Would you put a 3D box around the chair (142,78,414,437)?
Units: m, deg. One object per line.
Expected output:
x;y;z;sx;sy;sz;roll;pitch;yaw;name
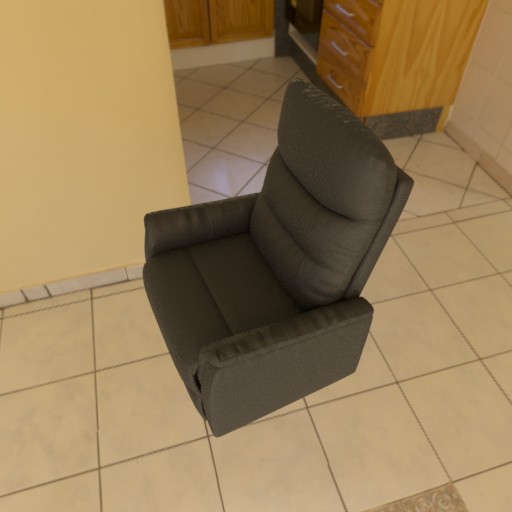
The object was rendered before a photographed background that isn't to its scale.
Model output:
0.000;0.000;1.689;0.831;1.082;0.775;-19;50;-17;chair
